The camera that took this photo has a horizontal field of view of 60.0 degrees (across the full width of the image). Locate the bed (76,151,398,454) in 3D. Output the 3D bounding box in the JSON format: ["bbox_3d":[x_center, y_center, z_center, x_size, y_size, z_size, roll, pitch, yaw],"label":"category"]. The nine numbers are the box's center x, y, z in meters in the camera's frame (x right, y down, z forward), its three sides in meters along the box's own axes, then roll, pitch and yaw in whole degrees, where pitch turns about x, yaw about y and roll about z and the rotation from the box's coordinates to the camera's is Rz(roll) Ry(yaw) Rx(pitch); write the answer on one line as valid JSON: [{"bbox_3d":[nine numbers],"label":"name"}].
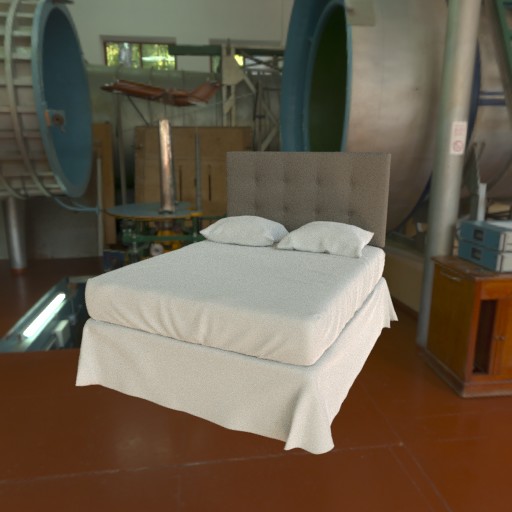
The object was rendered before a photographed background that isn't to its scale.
[{"bbox_3d":[0.000,0.000,3.485,1.936,1.577,2.222,7,15,26],"label":"bed"}]
